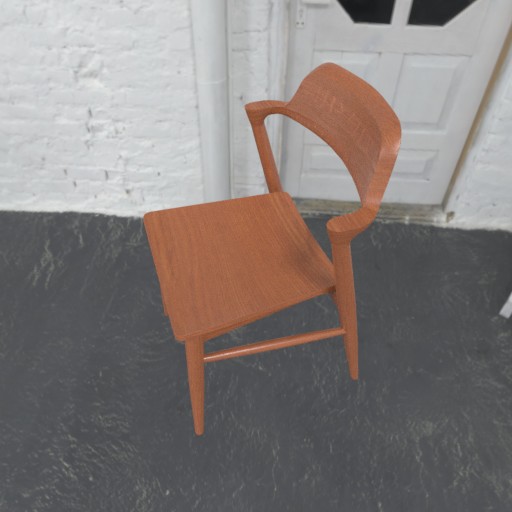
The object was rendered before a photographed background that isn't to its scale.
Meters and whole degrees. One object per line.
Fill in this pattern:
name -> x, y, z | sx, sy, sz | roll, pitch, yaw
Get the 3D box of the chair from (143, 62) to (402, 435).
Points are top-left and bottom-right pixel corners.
chair -> 0.000, 0.000, 1.114 | 0.499, 0.801, 0.496 | -14, 48, -13
